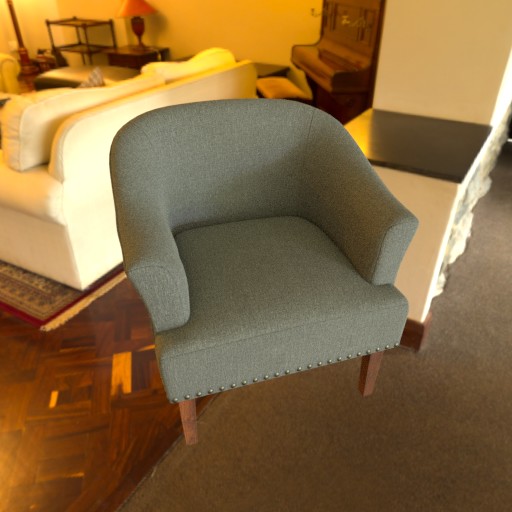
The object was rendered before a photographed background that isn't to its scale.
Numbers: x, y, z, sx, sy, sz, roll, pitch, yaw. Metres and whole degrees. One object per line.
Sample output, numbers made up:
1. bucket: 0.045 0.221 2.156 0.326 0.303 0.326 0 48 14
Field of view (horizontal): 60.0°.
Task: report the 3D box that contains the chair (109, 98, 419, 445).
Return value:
1. chair: 0.000 0.000 1.410 0.798 0.815 0.704 -10 34 -15
